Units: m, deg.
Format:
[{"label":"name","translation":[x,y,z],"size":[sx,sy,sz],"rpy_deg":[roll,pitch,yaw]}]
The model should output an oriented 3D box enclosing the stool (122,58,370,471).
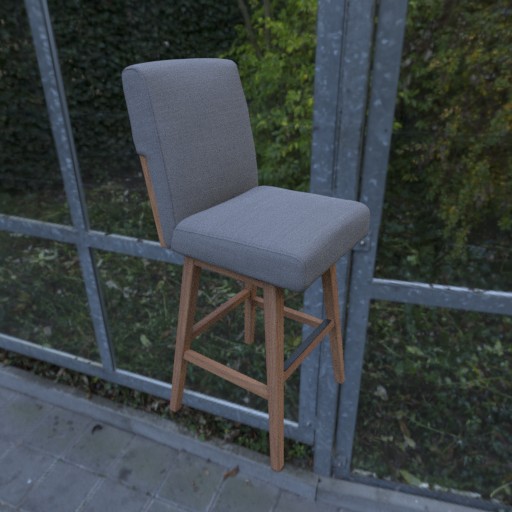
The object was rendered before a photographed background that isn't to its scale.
[{"label":"stool","translation":[0.000,0.000,1.382],"size":[0.570,1.112,0.483],"rpy_deg":[17,31,30]}]
